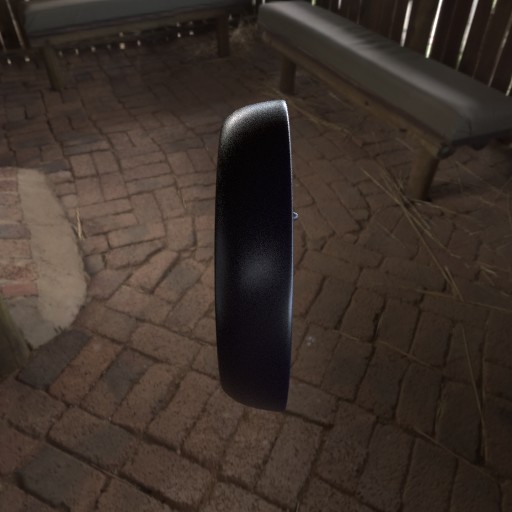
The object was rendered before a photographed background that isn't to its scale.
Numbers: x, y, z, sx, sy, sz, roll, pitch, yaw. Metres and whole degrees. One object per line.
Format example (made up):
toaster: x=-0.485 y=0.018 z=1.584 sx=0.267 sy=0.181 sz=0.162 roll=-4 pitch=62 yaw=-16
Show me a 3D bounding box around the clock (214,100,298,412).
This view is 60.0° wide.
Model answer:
clock: x=0.000 y=0.000 z=0.451 sx=0.060 sy=0.300 sz=0.300 roll=0 pitch=41 yaw=0
